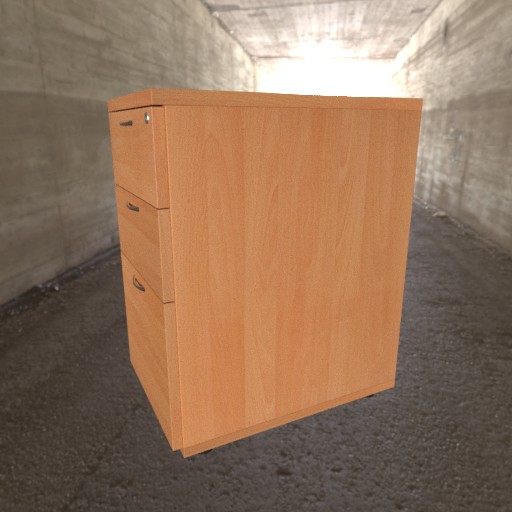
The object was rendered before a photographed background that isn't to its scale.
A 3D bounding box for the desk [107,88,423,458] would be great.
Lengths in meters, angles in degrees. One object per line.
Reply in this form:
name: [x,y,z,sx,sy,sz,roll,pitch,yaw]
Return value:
desk: [0.000,0.000,1.095,0.600,0.730,0.404,-8,18,-26]
